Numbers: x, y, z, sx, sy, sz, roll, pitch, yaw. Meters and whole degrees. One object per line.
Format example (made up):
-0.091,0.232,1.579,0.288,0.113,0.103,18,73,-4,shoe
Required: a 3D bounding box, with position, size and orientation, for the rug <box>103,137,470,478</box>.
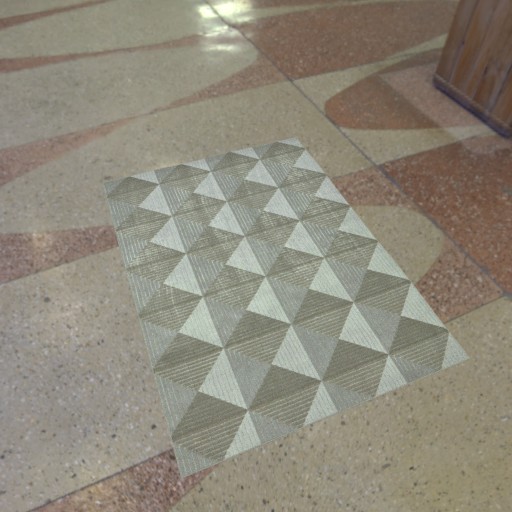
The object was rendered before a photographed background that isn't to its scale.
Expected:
0.000,0.000,4.318,2.428,0.027,3.333,-17,51,-14,rug
